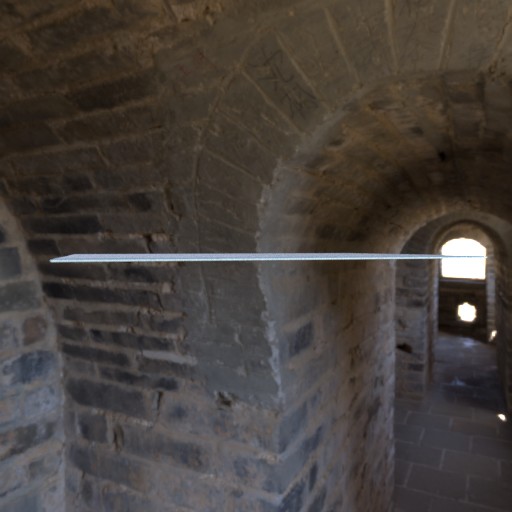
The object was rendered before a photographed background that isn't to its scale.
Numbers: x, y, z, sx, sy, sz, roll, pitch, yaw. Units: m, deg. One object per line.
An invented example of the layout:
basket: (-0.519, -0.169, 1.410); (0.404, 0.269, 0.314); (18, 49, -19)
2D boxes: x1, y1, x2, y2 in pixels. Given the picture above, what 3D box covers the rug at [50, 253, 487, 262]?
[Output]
rug: (0.000, 0.000, 3.455); (2.746, 0.018, 1.819); (0, 1, -19)
